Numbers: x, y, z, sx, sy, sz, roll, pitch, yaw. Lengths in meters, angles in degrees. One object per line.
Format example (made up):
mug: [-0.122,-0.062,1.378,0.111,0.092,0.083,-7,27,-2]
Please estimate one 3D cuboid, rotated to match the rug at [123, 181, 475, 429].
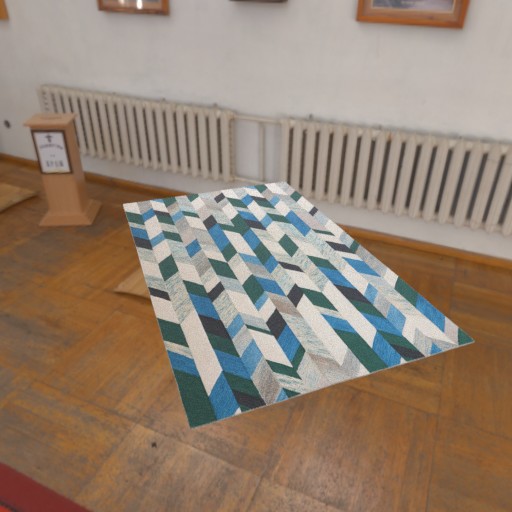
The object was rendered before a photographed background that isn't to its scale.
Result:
rug: [0.000,0.000,3.019,1.507,0.007,2.433,-11,32,-18]
